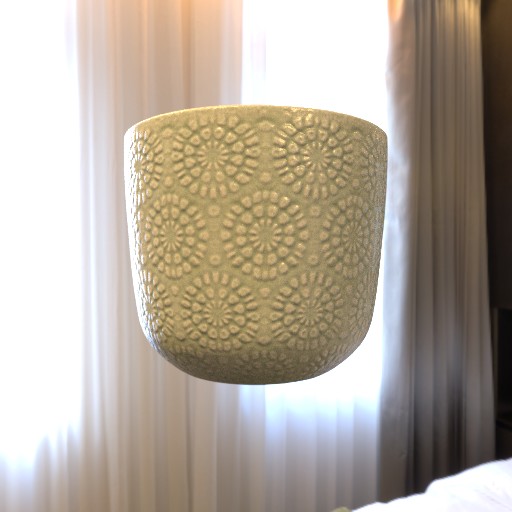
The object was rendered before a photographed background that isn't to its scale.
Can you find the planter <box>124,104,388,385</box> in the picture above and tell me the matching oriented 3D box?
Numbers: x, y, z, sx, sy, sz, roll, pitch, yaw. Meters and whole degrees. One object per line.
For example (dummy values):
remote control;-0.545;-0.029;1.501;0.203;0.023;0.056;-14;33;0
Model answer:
planter;0.000;0.000;0.218;0.124;0.109;0.124;0;1;0
